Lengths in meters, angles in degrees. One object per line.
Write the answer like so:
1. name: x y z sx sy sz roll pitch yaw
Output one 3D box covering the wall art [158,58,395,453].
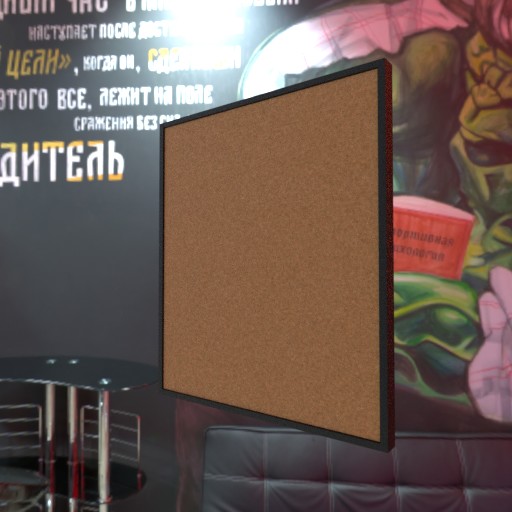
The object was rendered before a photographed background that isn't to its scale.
1. wall art: 0.000 0.000 0.534 0.330 0.381 0.019 -1 -2 37
